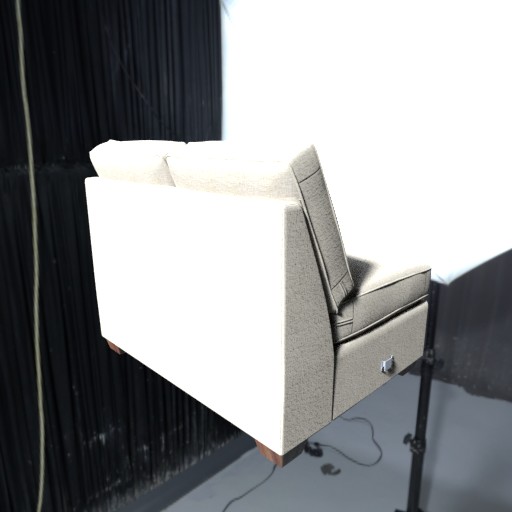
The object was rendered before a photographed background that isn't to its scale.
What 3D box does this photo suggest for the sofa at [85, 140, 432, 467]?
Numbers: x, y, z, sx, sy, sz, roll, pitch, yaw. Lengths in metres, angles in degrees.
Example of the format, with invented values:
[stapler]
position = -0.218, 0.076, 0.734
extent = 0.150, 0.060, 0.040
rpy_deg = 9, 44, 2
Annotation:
[sofa]
position = 0.000, 0.000, 1.984
extent = 0.978, 1.006, 1.232
rpy_deg = -14, 20, -42
